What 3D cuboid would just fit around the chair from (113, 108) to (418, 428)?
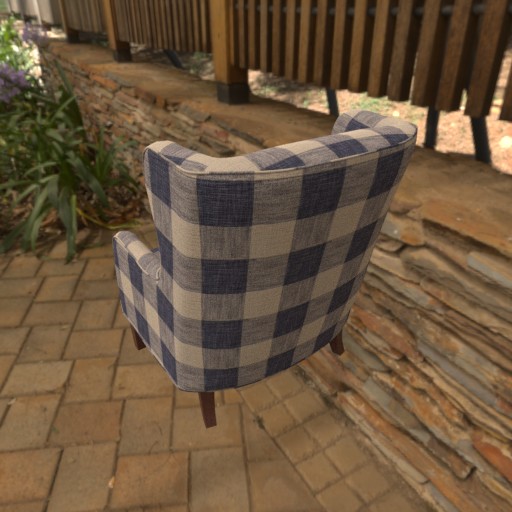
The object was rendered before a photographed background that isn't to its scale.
[{"bbox_3d":[0.000,0.000,1.674,0.830,1.041,0.889,-19,35,-31],"label":"chair"}]
